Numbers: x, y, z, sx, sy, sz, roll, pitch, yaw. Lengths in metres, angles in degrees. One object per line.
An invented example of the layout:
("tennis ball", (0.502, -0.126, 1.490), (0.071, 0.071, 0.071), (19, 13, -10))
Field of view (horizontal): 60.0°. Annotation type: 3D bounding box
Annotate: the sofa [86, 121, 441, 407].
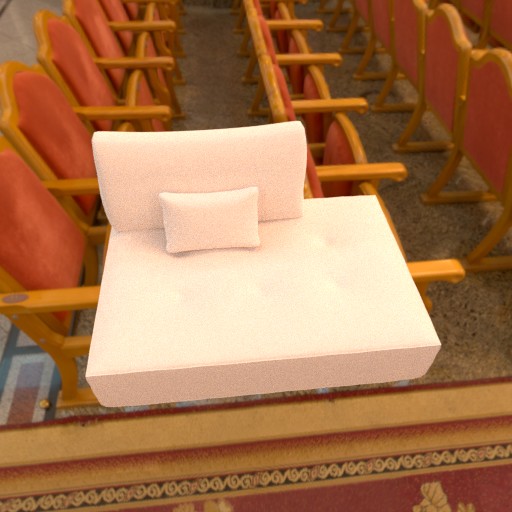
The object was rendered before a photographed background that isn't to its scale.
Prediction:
("sofa", (0.000, 0.000, 2.054), (1.450, 0.820, 1.000), (-4, 47, -4))
